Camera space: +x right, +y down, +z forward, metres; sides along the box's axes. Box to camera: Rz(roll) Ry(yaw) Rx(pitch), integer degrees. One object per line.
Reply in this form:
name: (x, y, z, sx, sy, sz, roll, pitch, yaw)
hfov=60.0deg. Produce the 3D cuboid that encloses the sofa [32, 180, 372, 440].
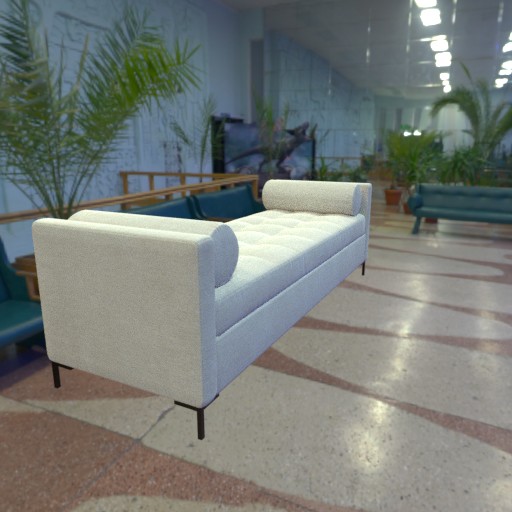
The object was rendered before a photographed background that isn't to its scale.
sofa: (0.000, 0.000, 2.253, 0.686, 0.635, 1.981, 7, 16, 27)
